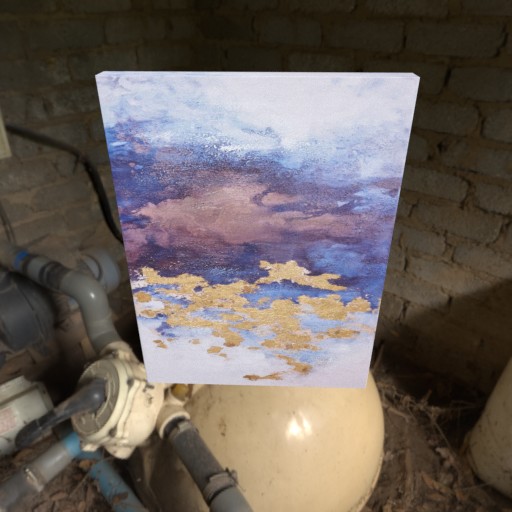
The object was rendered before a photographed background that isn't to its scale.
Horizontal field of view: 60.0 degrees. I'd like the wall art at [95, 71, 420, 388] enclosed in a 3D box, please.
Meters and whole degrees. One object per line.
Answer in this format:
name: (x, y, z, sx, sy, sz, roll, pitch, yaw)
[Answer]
wall art: (0.000, 0.000, 0.757, 0.437, 0.581, 0.036, 1, 30, 2)
